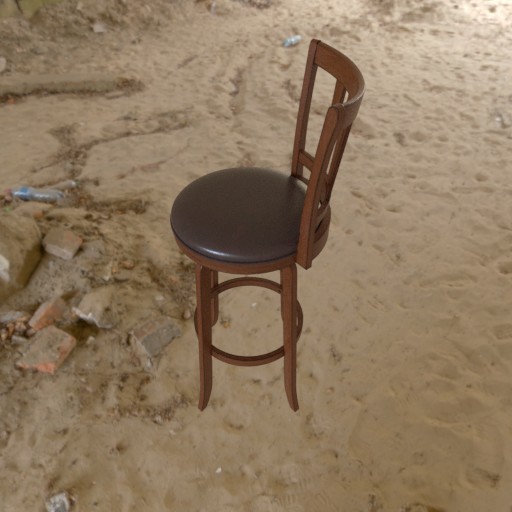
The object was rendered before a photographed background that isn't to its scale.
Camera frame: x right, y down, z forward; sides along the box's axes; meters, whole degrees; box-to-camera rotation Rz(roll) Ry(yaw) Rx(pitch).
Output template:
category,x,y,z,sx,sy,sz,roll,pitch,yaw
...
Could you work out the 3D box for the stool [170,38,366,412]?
category,x,y,z,sx,sy,sz,roll,pitch,yaw
stool,0.000,0.000,1.421,0.503,1.177,0.464,0,42,0
